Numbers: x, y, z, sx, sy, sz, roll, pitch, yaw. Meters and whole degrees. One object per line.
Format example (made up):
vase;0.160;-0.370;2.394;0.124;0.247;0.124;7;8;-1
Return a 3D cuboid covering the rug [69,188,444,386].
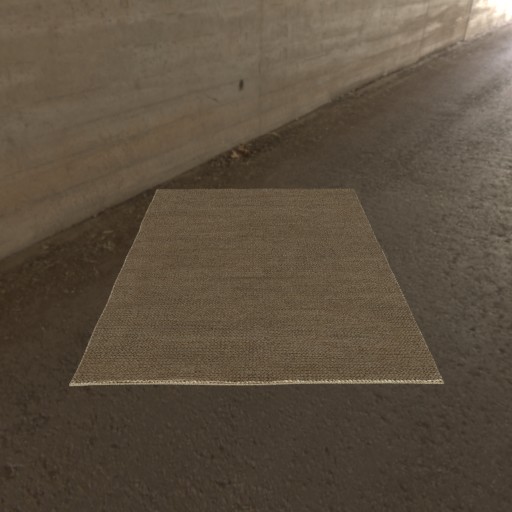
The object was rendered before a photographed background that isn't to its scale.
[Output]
rug;0.000;0.000;4.141;2.429;0.030;3.052;0;33;0
